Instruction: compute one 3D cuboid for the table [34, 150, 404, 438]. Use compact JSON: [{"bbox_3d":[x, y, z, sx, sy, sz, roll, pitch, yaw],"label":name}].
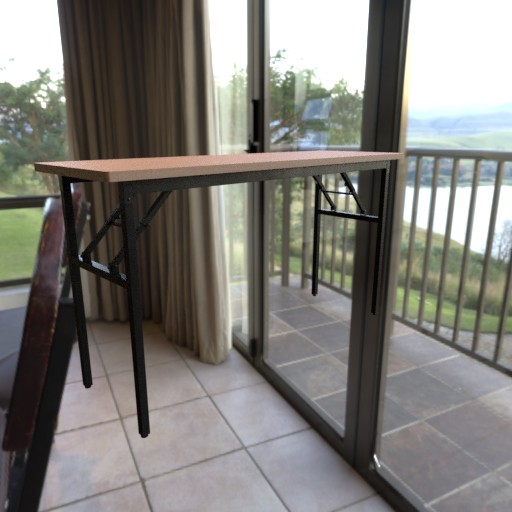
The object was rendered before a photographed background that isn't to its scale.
[{"bbox_3d":[0.000,0.000,1.717,0.447,0.750,1.397,15,21,43],"label":"table"}]
